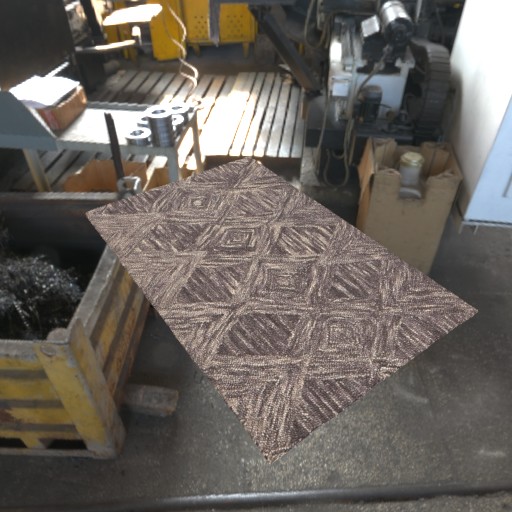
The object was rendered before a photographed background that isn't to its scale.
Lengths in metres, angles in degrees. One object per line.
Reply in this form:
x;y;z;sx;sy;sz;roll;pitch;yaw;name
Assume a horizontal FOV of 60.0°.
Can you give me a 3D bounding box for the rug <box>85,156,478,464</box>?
0.000;0.000;2.309;1.186;0.012;1.814;-25;47;-26;rug
